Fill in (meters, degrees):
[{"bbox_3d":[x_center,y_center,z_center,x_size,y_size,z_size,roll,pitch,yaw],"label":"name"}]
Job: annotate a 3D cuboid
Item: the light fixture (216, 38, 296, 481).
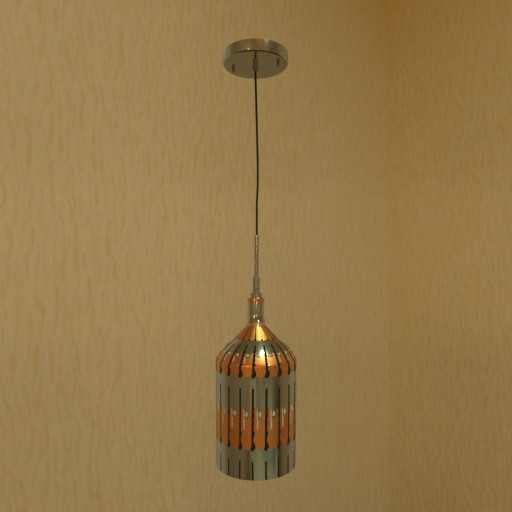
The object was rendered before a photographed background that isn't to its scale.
[{"bbox_3d":[0.000,0.000,1.672,0.303,1.535,0.303,0,-1,0],"label":"light fixture"}]
